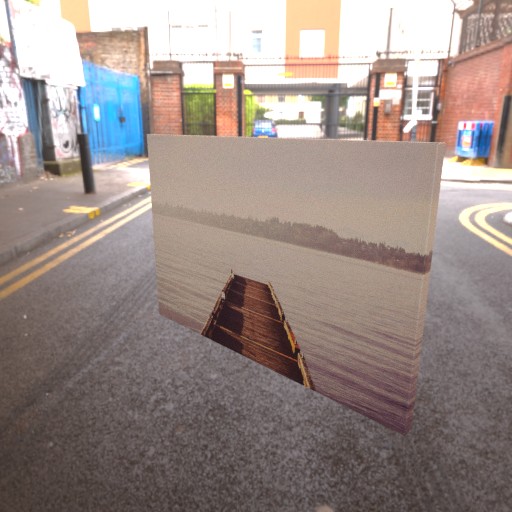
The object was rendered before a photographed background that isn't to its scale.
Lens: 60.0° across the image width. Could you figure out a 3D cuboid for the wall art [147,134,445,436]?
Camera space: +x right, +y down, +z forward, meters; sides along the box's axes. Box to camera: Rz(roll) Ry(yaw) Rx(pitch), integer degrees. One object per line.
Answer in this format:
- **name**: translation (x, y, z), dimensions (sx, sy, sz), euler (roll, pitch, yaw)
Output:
- **wall art**: translation (0.000, 0.000, 0.791), dimensions (0.615, 0.410, 0.021), euler (15, 23, 42)
